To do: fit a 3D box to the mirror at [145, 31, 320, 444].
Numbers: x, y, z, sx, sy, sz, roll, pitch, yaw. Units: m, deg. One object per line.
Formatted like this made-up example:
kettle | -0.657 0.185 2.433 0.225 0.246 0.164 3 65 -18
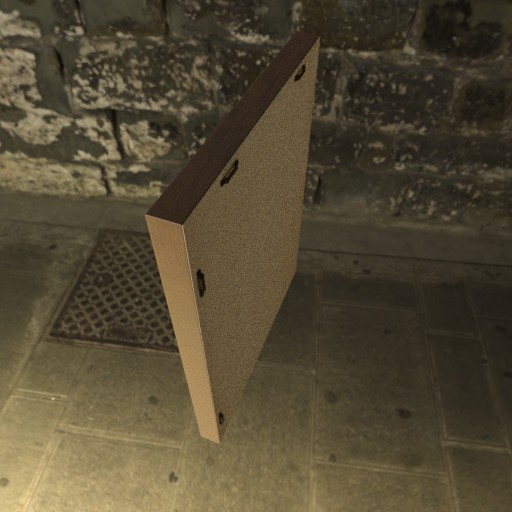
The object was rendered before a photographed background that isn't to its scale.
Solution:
mirror | 0.000 0.000 0.680 0.041 0.508 0.405 16 50 14
